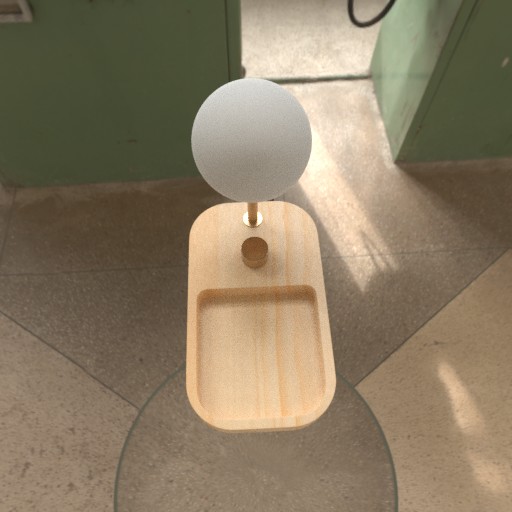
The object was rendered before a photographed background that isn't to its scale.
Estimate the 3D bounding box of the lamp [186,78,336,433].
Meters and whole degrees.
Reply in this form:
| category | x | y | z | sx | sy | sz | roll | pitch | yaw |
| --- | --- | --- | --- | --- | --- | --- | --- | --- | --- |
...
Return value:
| category | x | y | z | sx | sy | sz | roll | pitch | yaw |
| --- | --- | --- | --- | --- | --- | --- | --- | --- | --- |
| lamp | 0.000 | 0.000 | 0.476 | 0.173 | 0.253 | 0.331 | -2 | 63 | -1 |
